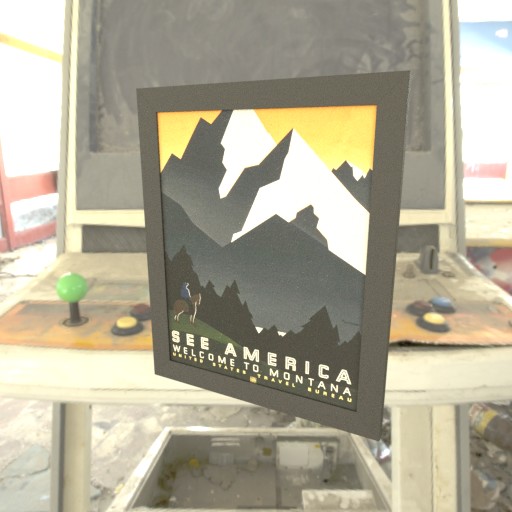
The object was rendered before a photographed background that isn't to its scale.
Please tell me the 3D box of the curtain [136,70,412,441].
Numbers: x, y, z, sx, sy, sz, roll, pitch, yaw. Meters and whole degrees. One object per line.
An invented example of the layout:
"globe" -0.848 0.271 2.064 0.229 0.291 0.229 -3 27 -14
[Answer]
"curtain" 0.000 0.000 0.794 0.483 0.585 0.027 8 17 26
